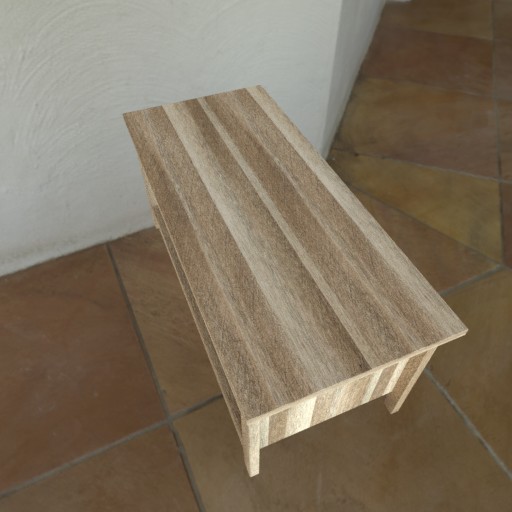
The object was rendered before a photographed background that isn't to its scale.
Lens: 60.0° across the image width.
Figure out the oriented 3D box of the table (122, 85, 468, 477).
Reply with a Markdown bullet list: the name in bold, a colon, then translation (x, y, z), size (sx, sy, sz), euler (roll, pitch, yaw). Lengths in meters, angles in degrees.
- **table**: translation (0.000, 0.000, 1.363), size (0.493, 0.480, 1.095), euler (-17, 51, -15)
